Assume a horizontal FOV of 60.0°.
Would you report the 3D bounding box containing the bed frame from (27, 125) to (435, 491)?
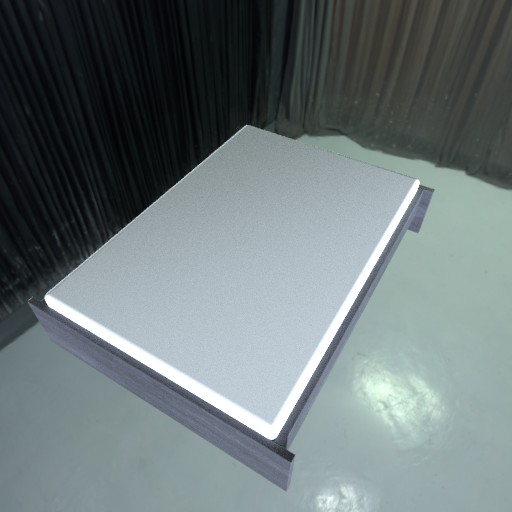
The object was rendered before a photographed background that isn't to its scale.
[{"bbox_3d":[0.000,0.000,2.625,1.490,0.432,1.950,24,51,21],"label":"bed frame"}]
